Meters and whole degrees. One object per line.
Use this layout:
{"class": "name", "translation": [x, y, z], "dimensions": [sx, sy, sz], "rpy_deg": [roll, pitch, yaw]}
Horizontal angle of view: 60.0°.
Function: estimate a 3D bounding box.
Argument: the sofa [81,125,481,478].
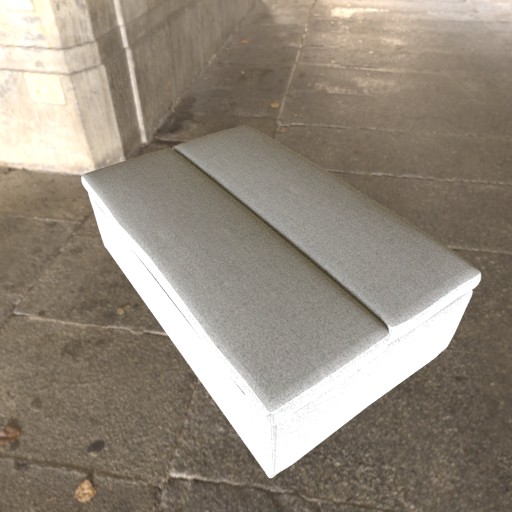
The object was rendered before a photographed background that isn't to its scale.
{"class": "sofa", "translation": [0.000, 0.000, 1.627], "dimensions": [0.817, 0.434, 1.250], "rpy_deg": [-25, 46, -26]}
